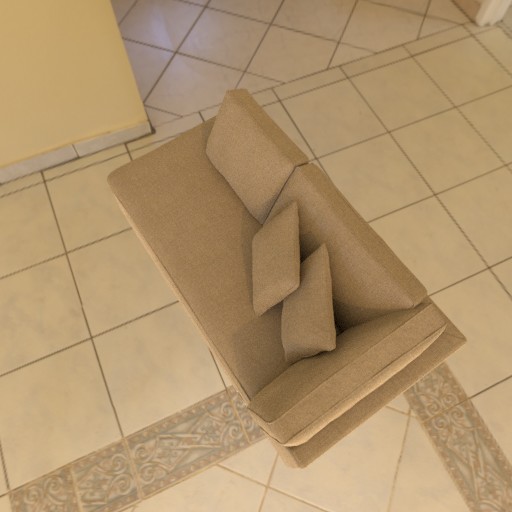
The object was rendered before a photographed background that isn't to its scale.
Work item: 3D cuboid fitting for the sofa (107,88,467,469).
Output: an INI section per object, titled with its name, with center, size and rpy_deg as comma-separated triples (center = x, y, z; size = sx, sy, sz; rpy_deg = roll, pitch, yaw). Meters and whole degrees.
[sofa]
center = 0.000, 0.000, 2.774
size = 1.110, 1.019, 2.238
rpy_deg = -31, 68, -14
